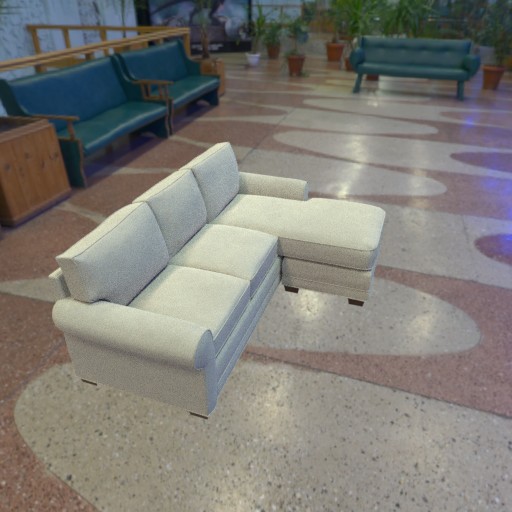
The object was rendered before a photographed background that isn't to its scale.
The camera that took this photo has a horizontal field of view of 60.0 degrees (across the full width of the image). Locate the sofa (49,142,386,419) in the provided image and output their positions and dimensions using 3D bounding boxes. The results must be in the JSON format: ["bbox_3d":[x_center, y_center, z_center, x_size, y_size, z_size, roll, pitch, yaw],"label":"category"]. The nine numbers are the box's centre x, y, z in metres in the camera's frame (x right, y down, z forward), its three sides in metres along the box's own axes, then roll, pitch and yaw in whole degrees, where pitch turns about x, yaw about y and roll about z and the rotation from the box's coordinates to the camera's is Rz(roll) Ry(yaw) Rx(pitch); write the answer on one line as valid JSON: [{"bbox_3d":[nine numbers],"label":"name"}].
[{"bbox_3d":[0.000,0.000,2.387,1.226,0.734,1.770,10,33,17],"label":"sofa"}]
